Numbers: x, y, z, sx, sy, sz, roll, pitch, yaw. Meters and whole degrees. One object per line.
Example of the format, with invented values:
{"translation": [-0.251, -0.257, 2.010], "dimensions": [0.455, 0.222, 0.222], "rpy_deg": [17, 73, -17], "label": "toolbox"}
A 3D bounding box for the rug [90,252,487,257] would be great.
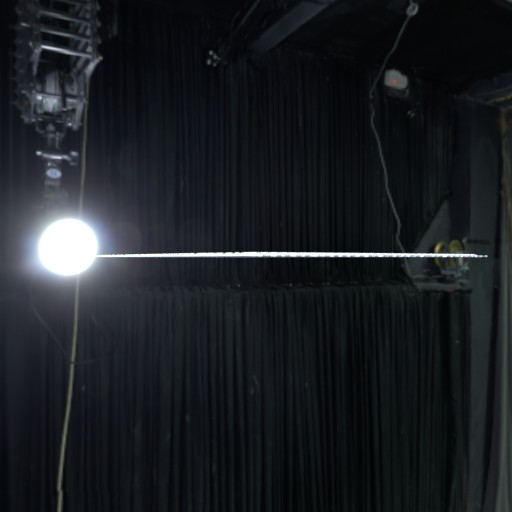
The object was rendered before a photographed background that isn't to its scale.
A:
{"translation": [0.000, 0.000, 2.348], "dimensions": [1.230, 0.014, 1.847], "rpy_deg": [0, 0, -35], "label": "rug"}
